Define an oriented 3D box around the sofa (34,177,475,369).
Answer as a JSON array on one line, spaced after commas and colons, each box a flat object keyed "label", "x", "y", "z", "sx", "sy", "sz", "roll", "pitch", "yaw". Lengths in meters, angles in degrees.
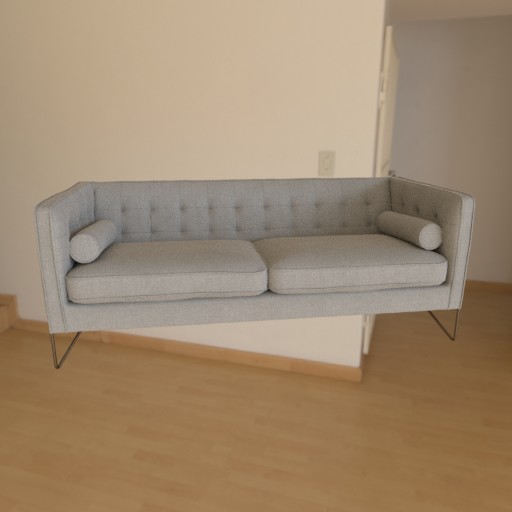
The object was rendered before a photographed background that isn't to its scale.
[{"label": "sofa", "x": 0.000, "y": 0.000, "z": 2.544, "sx": 2.079, "sy": 0.798, "sz": 0.912, "roll": -2, "pitch": 16, "yaw": -8}]
